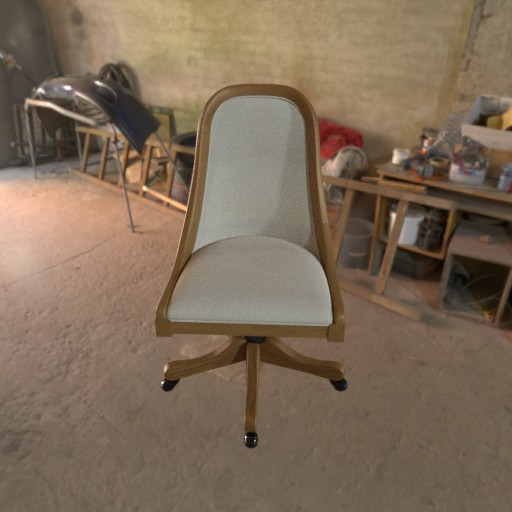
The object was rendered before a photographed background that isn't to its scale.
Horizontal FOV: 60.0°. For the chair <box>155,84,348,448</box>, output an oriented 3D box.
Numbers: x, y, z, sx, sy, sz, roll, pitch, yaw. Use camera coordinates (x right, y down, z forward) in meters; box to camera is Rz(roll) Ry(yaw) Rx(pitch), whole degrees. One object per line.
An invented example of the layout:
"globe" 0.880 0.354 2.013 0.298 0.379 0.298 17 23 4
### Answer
"chair" 0.000 0.000 1.545 0.702 1.009 0.811 1 30 2
